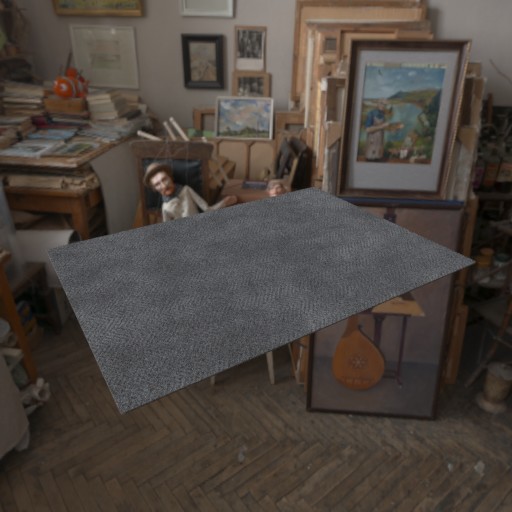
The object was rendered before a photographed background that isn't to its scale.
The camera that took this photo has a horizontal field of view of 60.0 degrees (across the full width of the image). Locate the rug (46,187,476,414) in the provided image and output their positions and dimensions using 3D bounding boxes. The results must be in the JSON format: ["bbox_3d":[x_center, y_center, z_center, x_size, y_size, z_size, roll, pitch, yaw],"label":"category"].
[{"bbox_3d":[0.000,0.000,2.826,2.235,0.008,1.600,-17,33,-28],"label":"rug"}]
